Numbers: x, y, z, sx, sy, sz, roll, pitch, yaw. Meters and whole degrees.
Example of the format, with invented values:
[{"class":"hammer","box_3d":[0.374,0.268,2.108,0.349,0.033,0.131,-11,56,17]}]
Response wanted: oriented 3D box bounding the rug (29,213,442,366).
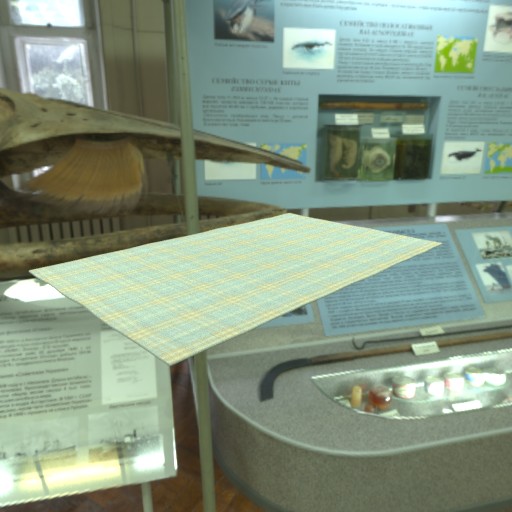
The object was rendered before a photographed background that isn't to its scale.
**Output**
[{"class":"rug","box_3d":[0.000,0.000,3.054,2.460,0.016,1.545,-16,24,-42]}]
